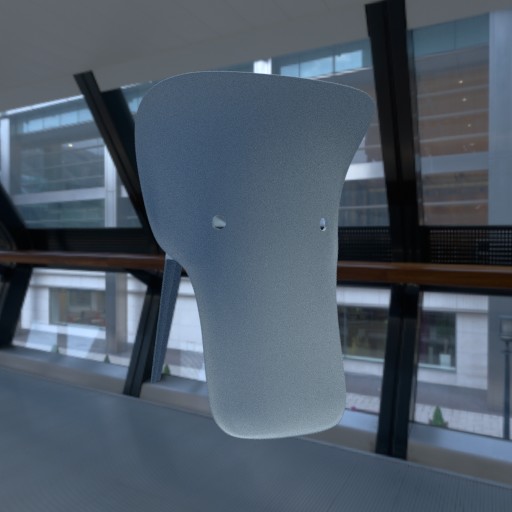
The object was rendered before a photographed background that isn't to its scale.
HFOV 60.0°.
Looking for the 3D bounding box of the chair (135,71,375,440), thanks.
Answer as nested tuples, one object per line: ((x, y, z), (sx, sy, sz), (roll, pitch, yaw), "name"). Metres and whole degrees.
((0.000, 0.000, 0.858), (0.451, 0.554, 0.402), (0, 1, -18), "chair")
